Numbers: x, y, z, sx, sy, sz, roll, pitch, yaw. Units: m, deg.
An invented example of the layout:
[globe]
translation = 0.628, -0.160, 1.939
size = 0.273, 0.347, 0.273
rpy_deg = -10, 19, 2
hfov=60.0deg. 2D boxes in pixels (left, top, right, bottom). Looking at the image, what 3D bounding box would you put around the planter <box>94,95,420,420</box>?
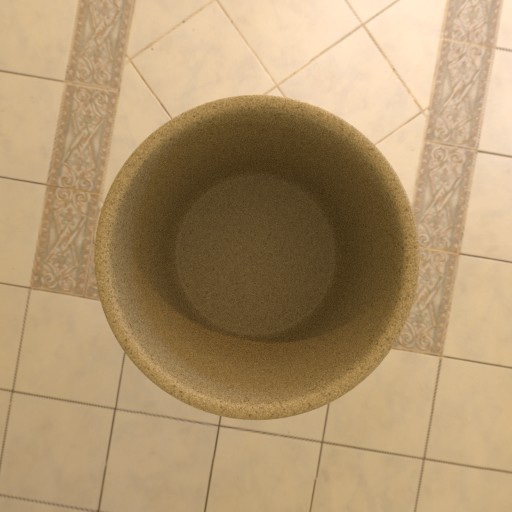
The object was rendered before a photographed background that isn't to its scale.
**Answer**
[planter]
translation = 0.000, 0.000, 0.424
size = 0.227, 0.235, 0.227
rpy_deg = 0, 91, -1
